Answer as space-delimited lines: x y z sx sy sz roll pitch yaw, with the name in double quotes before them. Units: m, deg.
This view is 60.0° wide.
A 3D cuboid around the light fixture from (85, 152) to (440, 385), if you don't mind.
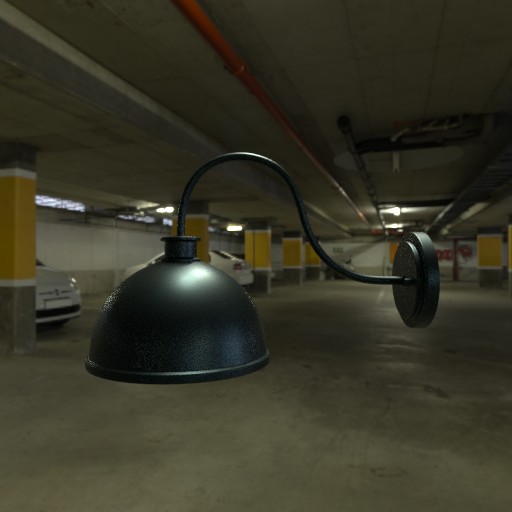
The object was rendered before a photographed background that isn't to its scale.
"light fixture" 0.000 0.000 0.630 0.467 0.295 0.253 0 -1 0
